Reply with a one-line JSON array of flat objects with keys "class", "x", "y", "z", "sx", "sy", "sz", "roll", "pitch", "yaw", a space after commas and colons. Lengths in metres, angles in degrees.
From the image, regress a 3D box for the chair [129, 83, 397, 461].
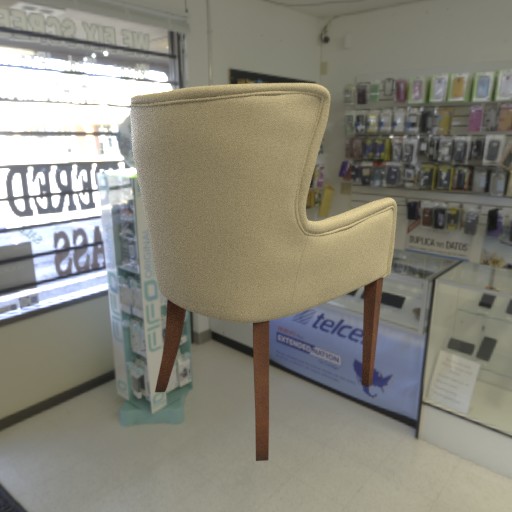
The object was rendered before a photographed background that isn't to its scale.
[{"class": "chair", "x": 0.000, "y": 0.000, "z": 1.388, "sx": 0.660, "sy": 0.952, "sz": 0.686, "roll": 14, "pitch": 21, "yaw": 42}]
